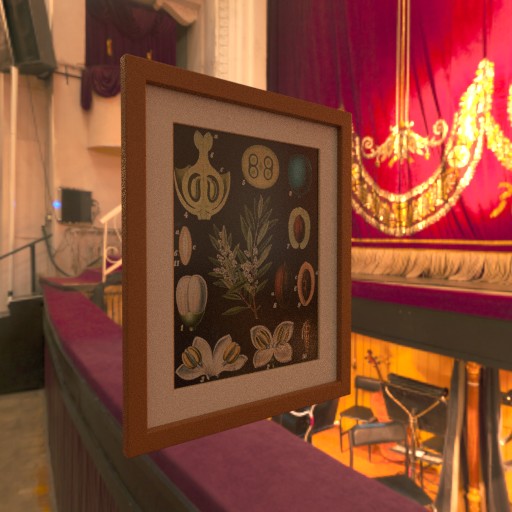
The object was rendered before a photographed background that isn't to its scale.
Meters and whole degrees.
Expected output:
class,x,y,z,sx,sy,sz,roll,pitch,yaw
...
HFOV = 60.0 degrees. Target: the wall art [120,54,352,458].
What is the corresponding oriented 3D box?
class,x,y,z,sx,sy,sz,roll,pitch,yaw
wall art,0.000,0.000,0.510,0.310,0.379,0.015,-1,1,-36
